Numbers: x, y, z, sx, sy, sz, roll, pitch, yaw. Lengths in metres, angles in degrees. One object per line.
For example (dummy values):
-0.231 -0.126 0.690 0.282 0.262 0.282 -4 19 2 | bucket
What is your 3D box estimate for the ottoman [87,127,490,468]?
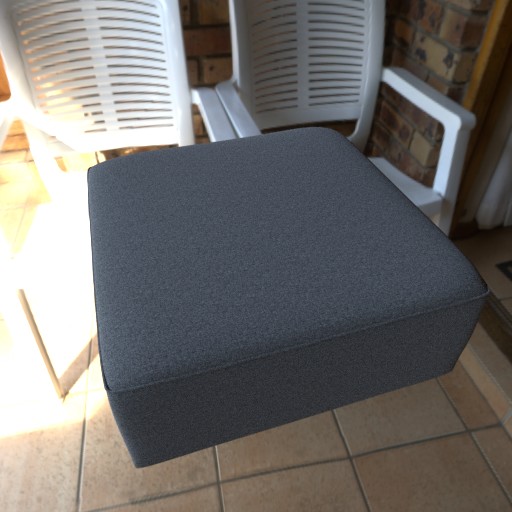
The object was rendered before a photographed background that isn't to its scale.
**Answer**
0.000 0.000 1.508 1.005 0.464 1.015 -12 43 -13 | ottoman
